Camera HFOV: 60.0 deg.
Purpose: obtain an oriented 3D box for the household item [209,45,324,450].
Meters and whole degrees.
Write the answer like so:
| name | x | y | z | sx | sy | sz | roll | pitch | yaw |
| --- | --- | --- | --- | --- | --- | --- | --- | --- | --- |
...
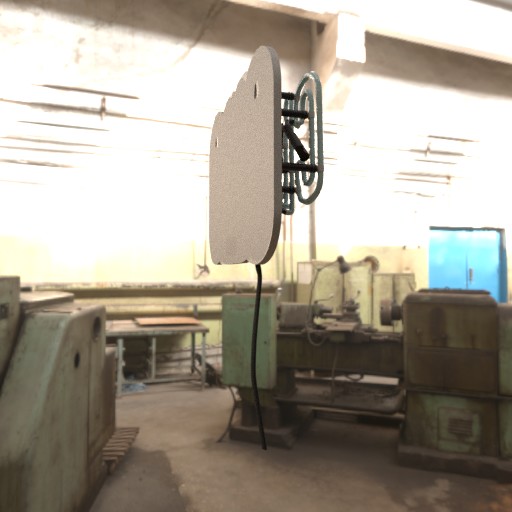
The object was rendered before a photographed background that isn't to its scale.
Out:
| name | x | y | z | sx | sy | sz | roll | pitch | yaw |
| --- | --- | --- | --- | --- | --- | --- | --- | --- | --- |
| household item | 0.000 | 0.000 | 0.388 | 0.042 | 0.294 | 0.211 | 1 | -2 | -17 |
